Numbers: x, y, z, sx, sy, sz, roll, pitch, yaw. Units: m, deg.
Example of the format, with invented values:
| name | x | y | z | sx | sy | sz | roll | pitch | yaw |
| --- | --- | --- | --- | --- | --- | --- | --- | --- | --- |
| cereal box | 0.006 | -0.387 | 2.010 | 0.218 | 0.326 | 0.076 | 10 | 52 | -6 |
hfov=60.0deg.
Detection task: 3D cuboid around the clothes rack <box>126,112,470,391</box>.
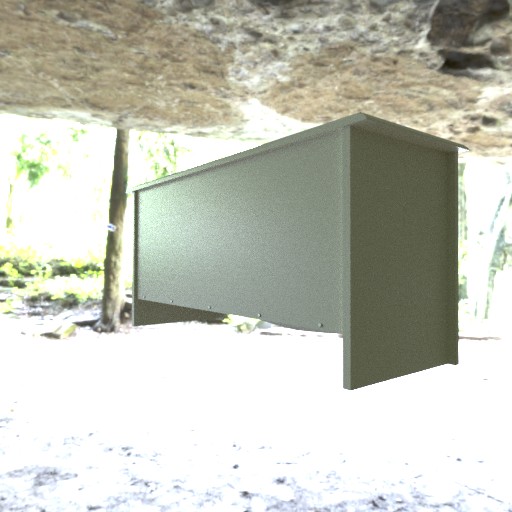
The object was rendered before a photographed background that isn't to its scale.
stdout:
| name | x | y | z | sx | sy | sz | roll | pitch | yaw |
| --- | --- | --- | --- | --- | --- | --- | --- | --- | --- |
| clothes rack | 0.000 | 0.000 | 1.461 | 0.405 | 0.558 | 1.218 | 0 | -1 | -38 |
